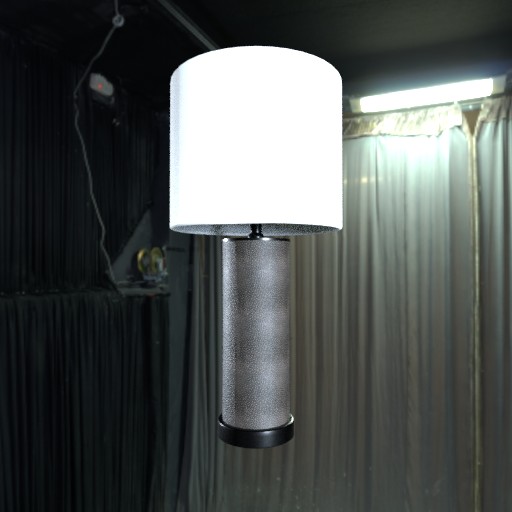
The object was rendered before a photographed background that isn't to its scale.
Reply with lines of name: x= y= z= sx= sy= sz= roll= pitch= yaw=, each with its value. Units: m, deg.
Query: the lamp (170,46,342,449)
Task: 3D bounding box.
lamp: x=0.000 y=0.000 z=0.799 sx=0.305 sy=0.634 sz=0.305 roll=0 pitch=-1 yaw=18
